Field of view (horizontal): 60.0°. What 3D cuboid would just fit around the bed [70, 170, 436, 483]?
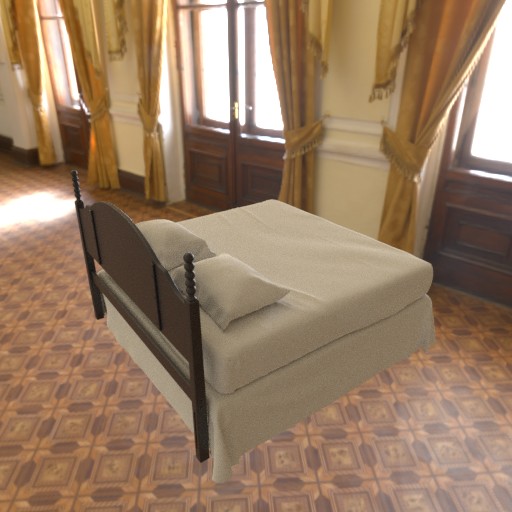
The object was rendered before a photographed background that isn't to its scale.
[{"bbox_3d":[0.000,0.000,3.606,2.219,1.355,2.322,-17,31,-32],"label":"bed"}]
